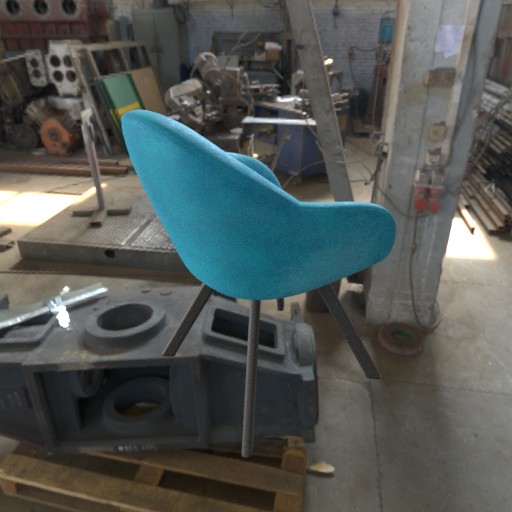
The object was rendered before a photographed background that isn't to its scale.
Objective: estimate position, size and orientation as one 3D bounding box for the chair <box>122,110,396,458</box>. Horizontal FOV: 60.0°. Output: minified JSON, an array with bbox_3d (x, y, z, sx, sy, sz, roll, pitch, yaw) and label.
[{"bbox_3d":[0.000,0.000,1.185,0.590,0.795,0.550,-18,33,-31],"label":"chair"}]
